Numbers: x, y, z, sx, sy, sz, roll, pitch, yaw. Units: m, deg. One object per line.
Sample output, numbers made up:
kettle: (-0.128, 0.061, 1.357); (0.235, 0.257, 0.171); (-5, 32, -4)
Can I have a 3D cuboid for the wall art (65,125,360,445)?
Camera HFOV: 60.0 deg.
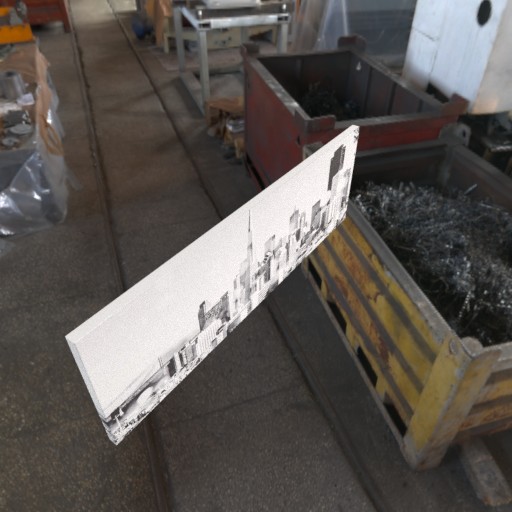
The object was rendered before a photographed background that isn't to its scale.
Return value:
wall art: (0.000, 0.000, 1.704); (0.039, 0.507, 1.520); (26, 47, 27)
